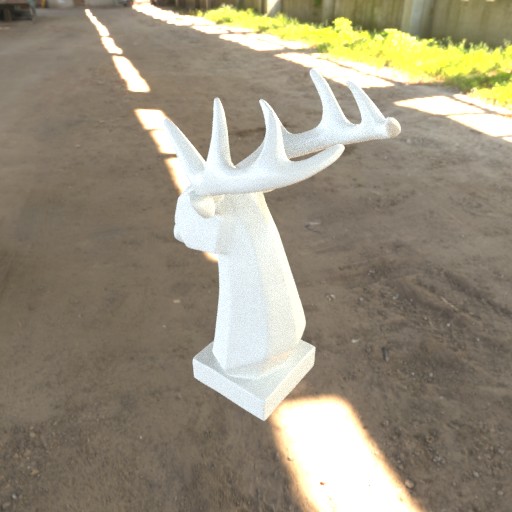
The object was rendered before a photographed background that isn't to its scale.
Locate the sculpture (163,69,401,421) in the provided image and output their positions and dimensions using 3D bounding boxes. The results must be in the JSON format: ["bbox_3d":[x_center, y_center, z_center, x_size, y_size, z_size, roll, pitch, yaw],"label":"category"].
[{"bbox_3d":[0.000,0.000,0.441,0.224,0.329,0.174,22,38,31],"label":"sculpture"}]
